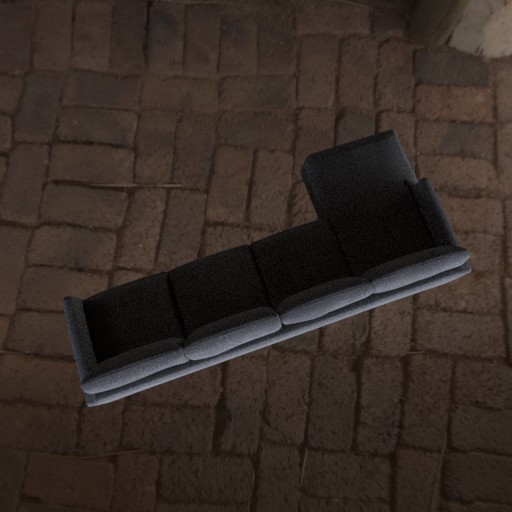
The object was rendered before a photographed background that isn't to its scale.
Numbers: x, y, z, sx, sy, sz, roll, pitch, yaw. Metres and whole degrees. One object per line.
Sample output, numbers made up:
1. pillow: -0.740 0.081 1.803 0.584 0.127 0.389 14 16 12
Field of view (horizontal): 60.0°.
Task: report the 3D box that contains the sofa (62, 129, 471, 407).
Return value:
1. sofa: 0.000 0.000 3.448 2.932 0.810 1.350 -19 77 -5
